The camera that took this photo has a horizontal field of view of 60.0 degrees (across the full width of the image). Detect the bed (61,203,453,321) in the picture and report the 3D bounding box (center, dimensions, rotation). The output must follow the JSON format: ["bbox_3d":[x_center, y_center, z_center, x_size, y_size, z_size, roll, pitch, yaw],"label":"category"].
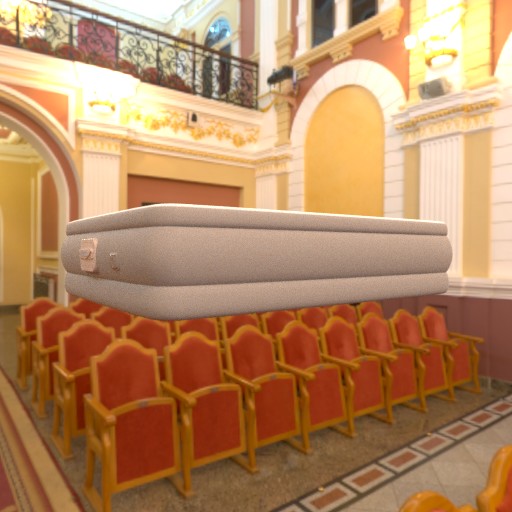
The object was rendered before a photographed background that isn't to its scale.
[{"bbox_3d":[0.000,0.000,2.719,2.036,0.460,1.520,-1,1,-36],"label":"bed"}]
